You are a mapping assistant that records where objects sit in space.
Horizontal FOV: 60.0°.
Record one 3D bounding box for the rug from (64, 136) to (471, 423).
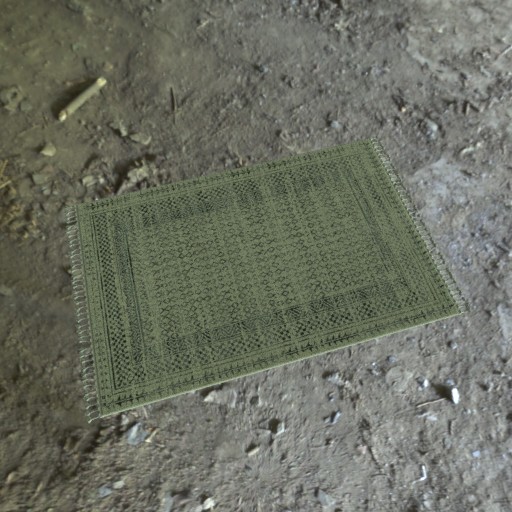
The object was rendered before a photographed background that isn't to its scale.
[{"bbox_3d":[0.000,0.000,3.035,2.486,0.013,1.548,-14,64,-7],"label":"rug"}]
